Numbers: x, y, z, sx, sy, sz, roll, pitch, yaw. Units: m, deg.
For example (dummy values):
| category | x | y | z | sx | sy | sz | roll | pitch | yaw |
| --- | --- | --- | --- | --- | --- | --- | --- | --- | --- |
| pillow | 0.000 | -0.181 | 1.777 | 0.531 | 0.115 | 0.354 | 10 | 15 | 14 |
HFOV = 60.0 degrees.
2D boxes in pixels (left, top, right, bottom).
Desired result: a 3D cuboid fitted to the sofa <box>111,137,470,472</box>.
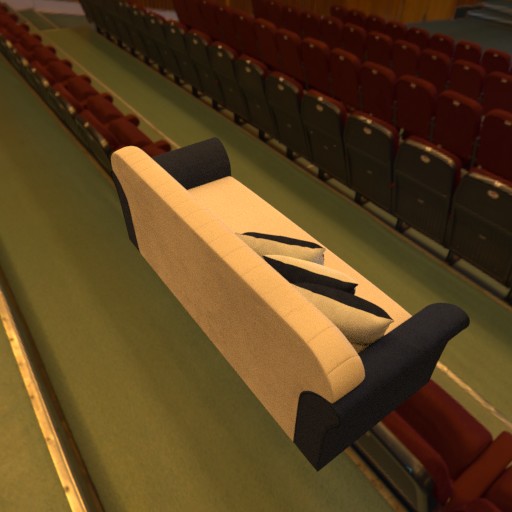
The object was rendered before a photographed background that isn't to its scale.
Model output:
| category | x | y | z | sx | sy | sz | roll | pitch | yaw |
| --- | --- | --- | --- | --- | --- | --- | --- | --- | --- |
| sofa | 0.000 | 0.000 | 2.384 | 0.749 | 0.789 | 2.006 | -26 | 48 | -26 |
